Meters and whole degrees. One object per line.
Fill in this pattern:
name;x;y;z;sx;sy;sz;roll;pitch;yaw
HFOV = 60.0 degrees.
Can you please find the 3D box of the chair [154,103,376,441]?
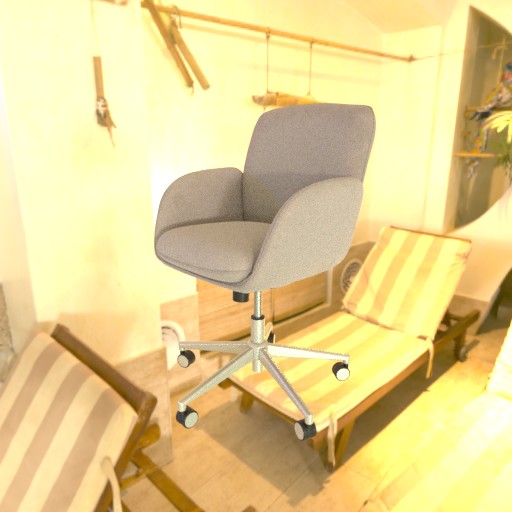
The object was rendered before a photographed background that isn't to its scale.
chair;0.000;0.000;1.433;0.654;0.959;0.648;-15;22;-43
